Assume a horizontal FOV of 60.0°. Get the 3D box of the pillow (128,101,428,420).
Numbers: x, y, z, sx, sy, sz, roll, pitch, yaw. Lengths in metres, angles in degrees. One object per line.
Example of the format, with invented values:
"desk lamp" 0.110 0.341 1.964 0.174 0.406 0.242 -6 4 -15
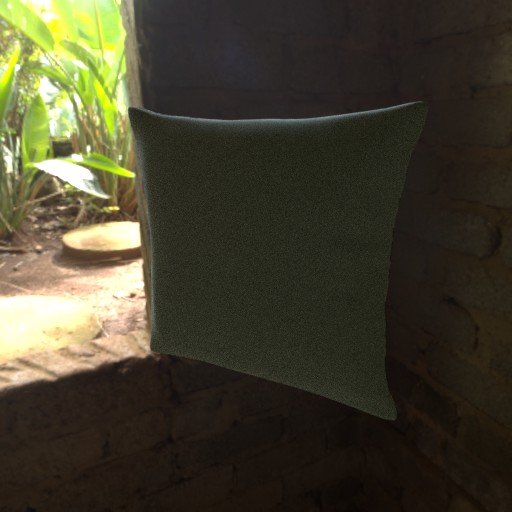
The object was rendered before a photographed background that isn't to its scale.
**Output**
"pillow" 0.000 0.000 0.782 0.525 0.508 0.166 8 19 26
